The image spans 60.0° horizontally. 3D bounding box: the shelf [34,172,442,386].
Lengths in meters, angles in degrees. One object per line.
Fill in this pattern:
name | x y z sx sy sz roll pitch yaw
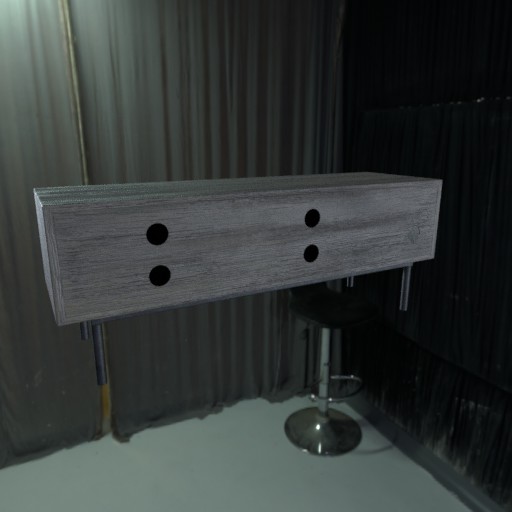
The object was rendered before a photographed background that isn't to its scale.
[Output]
shelf | 0.000 0.000 1.520 1.300 0.495 0.400 -8 17 -27
